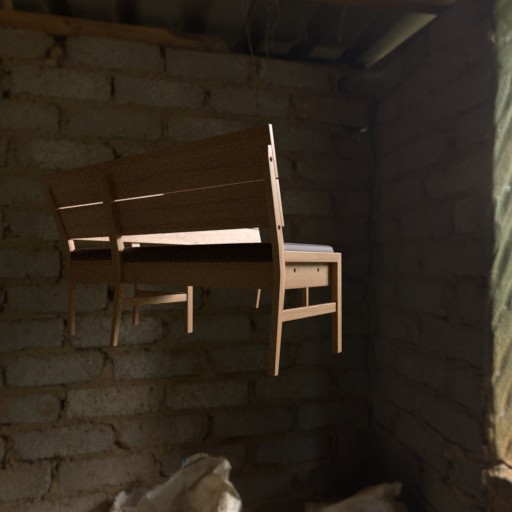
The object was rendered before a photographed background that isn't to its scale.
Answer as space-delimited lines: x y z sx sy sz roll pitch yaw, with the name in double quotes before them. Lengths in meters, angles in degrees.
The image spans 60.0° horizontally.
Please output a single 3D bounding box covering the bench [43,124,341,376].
"bench" 0.000 0.000 2.792 1.549 0.890 1.975 -1 -1 36
